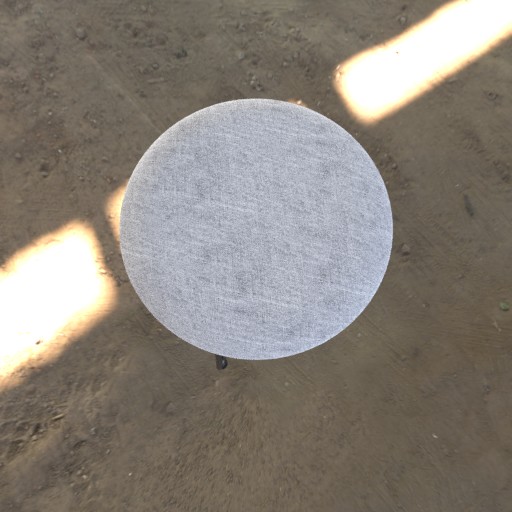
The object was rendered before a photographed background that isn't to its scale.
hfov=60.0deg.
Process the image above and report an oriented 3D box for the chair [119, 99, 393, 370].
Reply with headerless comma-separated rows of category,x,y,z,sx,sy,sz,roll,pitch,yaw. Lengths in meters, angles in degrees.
chair,0.000,0.000,0.657,0.350,0.386,0.350,22,76,6
